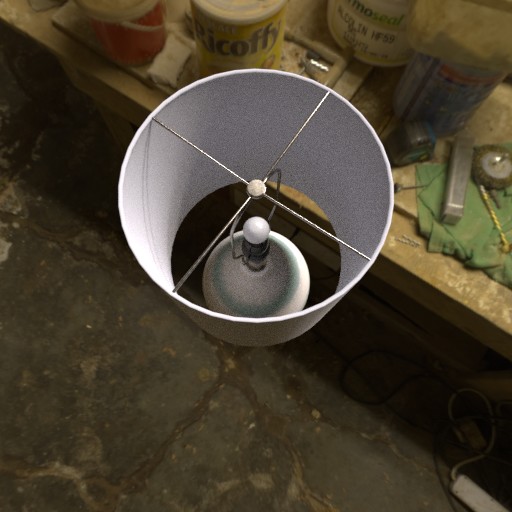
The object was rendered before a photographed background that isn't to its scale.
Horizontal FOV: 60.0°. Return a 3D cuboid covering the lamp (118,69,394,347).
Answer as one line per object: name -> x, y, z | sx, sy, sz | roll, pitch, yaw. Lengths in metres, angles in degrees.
lamp -> 0.000, 0.000, 0.542 | 0.217, 0.404, 0.217 | 34, 77, 9
